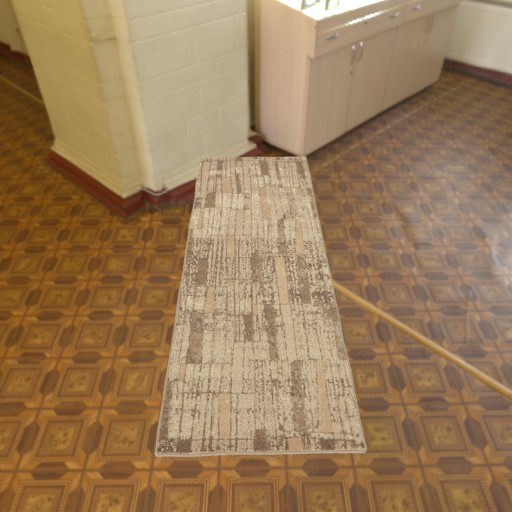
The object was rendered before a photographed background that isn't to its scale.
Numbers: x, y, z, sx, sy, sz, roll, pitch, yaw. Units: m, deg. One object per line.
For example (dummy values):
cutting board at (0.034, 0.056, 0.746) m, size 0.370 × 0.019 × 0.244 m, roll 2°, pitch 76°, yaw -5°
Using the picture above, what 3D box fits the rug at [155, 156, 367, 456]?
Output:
rug at (0.000, 0.000, 2.652) m, size 0.857 × 0.018 × 2.383 m, roll -1°, pitch 42°, yaw -1°
